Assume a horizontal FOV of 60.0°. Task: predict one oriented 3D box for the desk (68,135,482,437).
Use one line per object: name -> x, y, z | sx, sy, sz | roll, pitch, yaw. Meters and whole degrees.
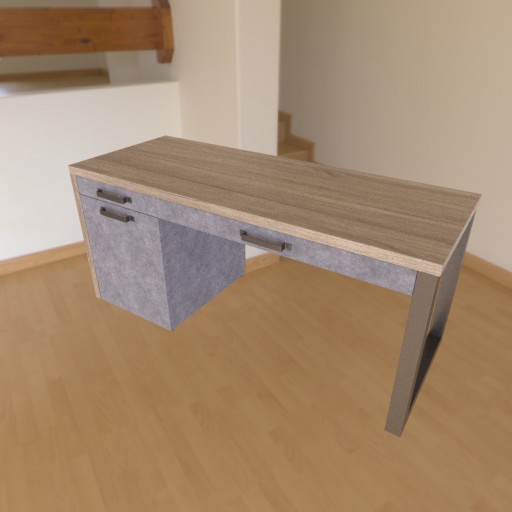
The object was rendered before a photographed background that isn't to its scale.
desk -> 0.000, 0.000, 2.104 | 1.700, 0.760, 0.690 | 18, 34, 28
